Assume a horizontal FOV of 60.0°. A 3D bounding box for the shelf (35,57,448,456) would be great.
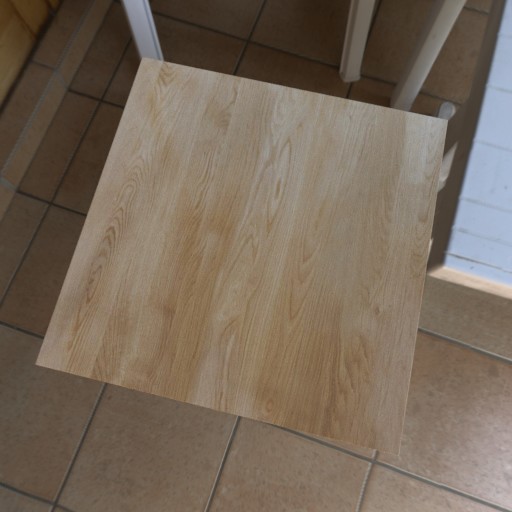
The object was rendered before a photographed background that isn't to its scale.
[{"bbox_3d":[0.000,0.000,1.397,0.899,0.480,0.899,13,76,3],"label":"shelf"}]
